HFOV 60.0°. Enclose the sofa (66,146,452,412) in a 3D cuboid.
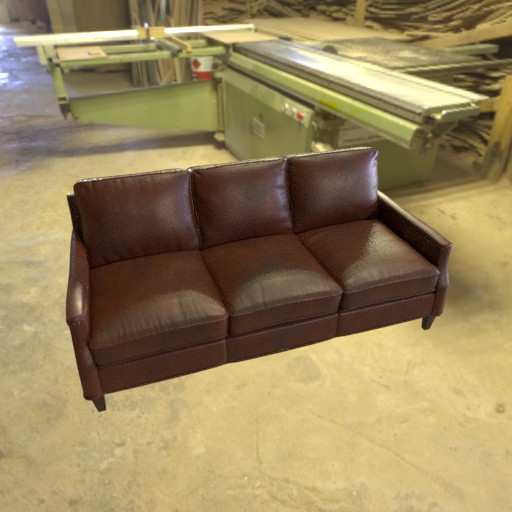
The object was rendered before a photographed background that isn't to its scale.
[{"bbox_3d":[0.000,0.000,2.831,2.240,1.003,1.084,-10,34,-15],"label":"sofa"}]
